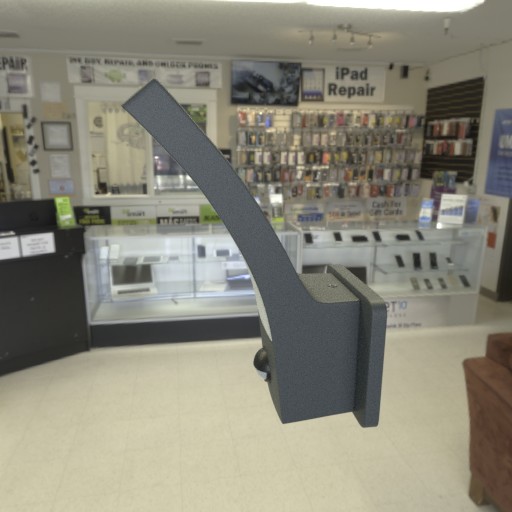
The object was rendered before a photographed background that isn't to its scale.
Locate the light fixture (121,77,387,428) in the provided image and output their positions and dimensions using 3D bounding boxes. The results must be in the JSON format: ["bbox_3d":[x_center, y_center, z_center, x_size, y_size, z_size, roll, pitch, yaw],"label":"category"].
[{"bbox_3d":[0.000,0.000,0.334,0.174,0.243,0.108,-2,15,-8],"label":"light fixture"}]
